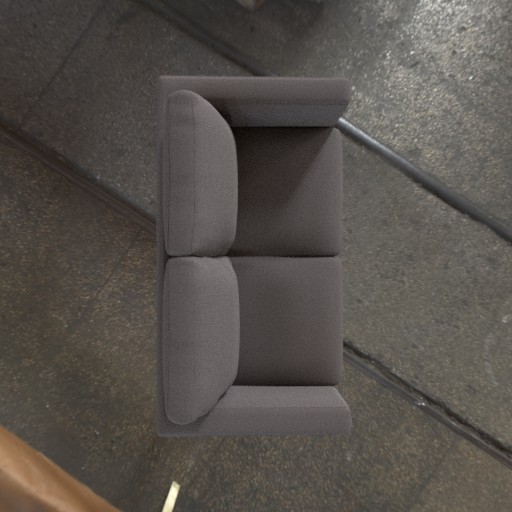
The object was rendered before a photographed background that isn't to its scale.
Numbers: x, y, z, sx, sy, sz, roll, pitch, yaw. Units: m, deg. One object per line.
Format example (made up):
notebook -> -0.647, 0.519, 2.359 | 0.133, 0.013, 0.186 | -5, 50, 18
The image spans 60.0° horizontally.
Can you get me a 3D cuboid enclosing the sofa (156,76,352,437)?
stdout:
sofa -> 0.000, 0.000, 1.982 | 0.796, 0.908, 1.430 | 0, 90, -1
